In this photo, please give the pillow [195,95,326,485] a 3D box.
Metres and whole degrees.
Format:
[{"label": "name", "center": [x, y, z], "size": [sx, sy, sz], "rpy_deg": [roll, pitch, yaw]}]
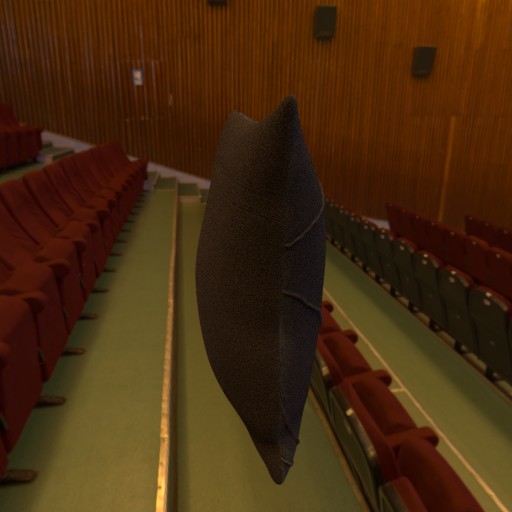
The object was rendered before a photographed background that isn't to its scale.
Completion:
[{"label": "pillow", "center": [0.000, 0.000, 0.669], "size": [0.183, 0.440, 0.439], "rpy_deg": [-3, 18, -9]}]
